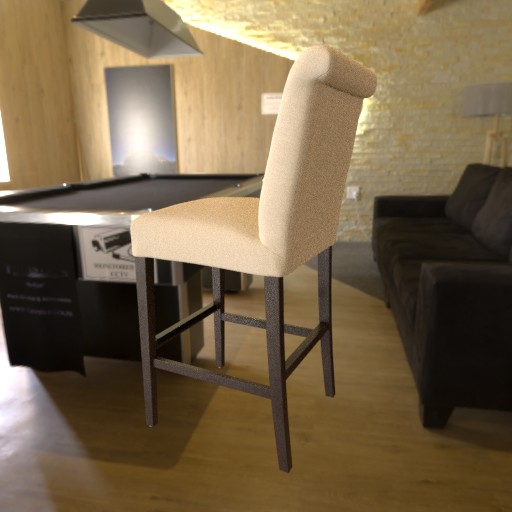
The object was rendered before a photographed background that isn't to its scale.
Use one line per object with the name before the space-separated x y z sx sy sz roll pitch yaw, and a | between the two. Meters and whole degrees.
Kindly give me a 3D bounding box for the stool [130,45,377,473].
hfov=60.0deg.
stool | 0.000 0.000 1.398 0.610 1.118 0.482 7 16 26
